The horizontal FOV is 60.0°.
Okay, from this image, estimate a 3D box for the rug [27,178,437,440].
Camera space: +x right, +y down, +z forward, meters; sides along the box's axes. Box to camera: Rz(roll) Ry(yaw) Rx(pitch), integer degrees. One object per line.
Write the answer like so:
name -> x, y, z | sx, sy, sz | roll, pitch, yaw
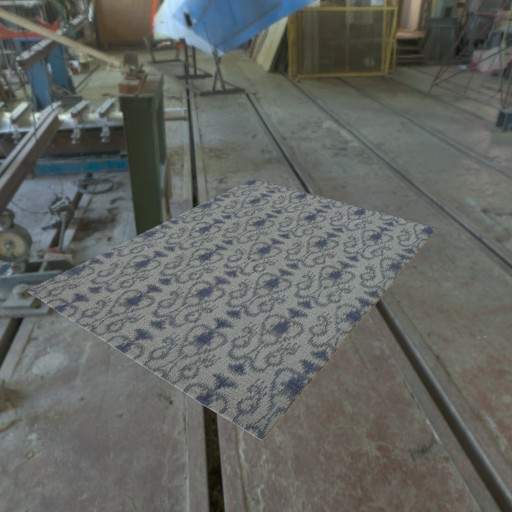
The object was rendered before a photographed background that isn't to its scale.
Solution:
rug -> 0.000, 0.000, 4.202 | 2.437, 0.015, 3.205 | 21, 37, 30
